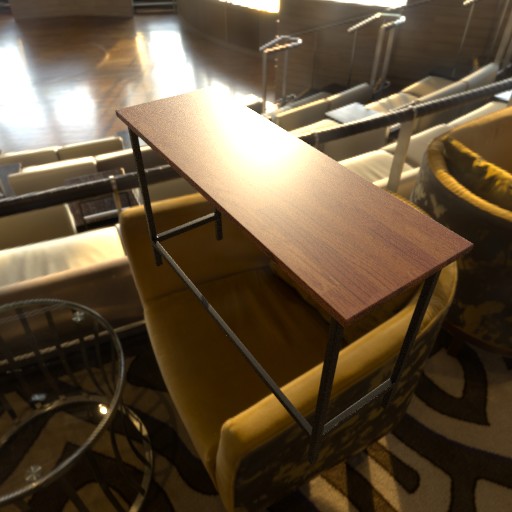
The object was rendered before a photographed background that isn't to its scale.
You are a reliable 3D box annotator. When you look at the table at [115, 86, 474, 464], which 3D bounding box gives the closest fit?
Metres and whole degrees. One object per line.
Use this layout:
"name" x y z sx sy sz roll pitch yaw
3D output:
"table" 0.000 0.000 1.564 0.408 0.740 1.204 -25 47 -25
